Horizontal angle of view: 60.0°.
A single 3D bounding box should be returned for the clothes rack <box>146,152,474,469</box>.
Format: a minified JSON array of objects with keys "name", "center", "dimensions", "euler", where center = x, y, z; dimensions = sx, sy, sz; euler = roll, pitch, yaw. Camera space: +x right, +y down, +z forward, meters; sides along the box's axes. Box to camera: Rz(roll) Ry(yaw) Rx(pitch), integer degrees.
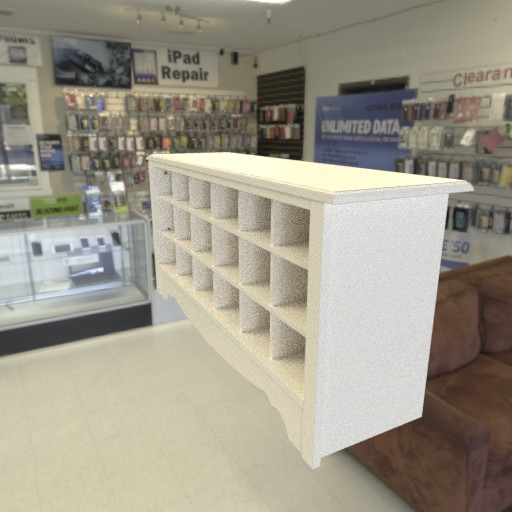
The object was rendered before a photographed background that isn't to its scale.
[{"name":"clothes rack","center":[0.000,0.000,1.297],"dimensions":[0.324,0.531,1.120],"euler":[-8,18,-27]}]
